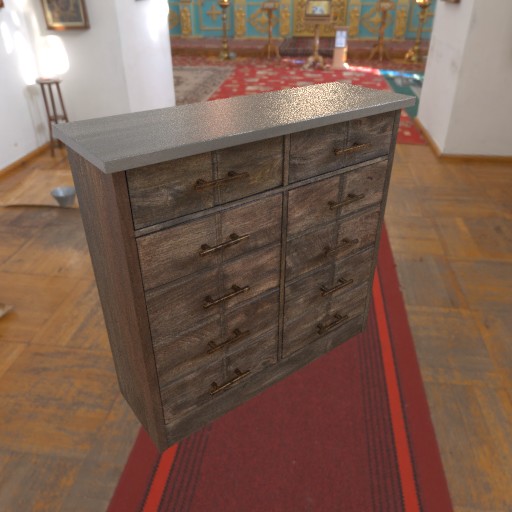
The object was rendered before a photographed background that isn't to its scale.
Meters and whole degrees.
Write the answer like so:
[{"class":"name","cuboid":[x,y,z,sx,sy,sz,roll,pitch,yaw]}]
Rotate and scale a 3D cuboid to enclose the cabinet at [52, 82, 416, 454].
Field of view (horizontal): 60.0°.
[{"class":"cabinet","cuboid":[0.000,0.000,1.428,0.968,0.919,0.338,-21,37,-32]}]
